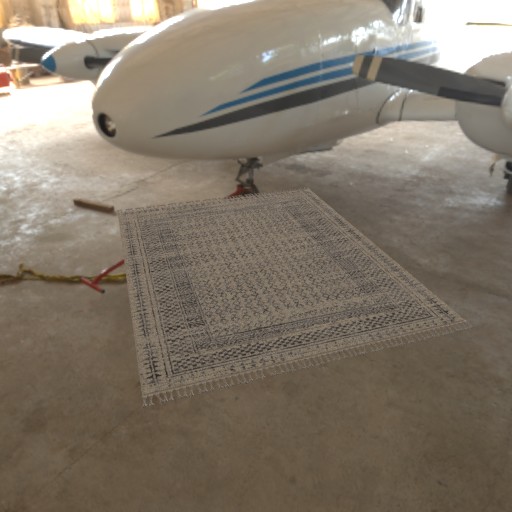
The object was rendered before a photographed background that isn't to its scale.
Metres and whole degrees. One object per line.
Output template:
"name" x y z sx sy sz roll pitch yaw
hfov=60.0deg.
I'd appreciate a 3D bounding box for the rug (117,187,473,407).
"rug" 0.000 0.000 4.022 2.312 0.013 2.940 -9 31 -16
